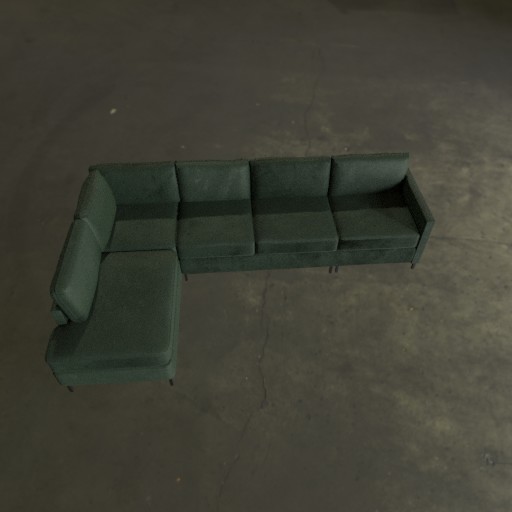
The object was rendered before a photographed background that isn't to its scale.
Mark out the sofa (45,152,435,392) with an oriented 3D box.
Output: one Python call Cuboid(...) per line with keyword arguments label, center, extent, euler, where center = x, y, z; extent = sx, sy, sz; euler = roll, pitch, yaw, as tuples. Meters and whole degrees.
Cuboid(label="sofa", center=(0.000, 0.000, 4.147), extent=(3.384, 0.996, 2.048), euler=(-3, 47, -3))
